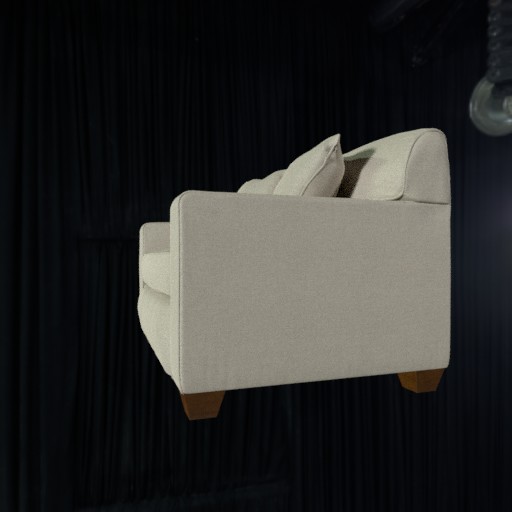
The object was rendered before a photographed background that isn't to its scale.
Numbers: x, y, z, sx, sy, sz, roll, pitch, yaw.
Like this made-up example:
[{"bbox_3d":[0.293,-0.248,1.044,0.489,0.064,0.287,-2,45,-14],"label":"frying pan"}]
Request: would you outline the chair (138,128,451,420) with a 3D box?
[{"bbox_3d":[0.000,0.000,2.024,1.000,0.948,1.383,0,0,-19],"label":"chair"}]
